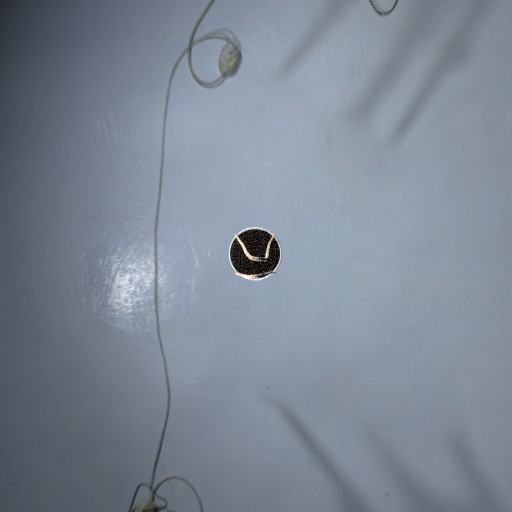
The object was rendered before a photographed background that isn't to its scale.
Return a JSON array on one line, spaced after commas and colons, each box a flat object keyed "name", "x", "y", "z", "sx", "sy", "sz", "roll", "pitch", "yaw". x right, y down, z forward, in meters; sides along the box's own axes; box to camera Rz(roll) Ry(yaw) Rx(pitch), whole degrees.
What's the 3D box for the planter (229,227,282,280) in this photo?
[{"name": "planter", "x": 0.000, "y": 0.000, "z": 0.925, "sx": 0.146, "sy": 0.841, "sz": 0.146, "roll": 0, "pitch": 91, "yaw": 0}]
